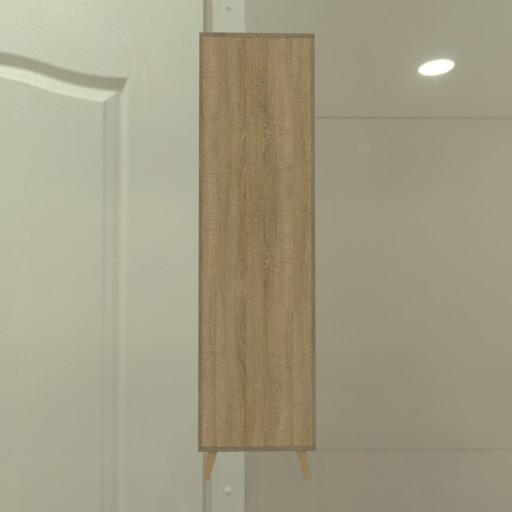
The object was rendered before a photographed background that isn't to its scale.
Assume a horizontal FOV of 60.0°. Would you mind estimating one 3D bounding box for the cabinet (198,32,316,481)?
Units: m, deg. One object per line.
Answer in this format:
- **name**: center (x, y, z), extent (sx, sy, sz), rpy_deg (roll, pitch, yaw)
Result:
- **cabinet**: center (0.000, 0.000, 2.158), extent (0.510, 1.960, 0.450), rpy_deg (0, -1, -1)
